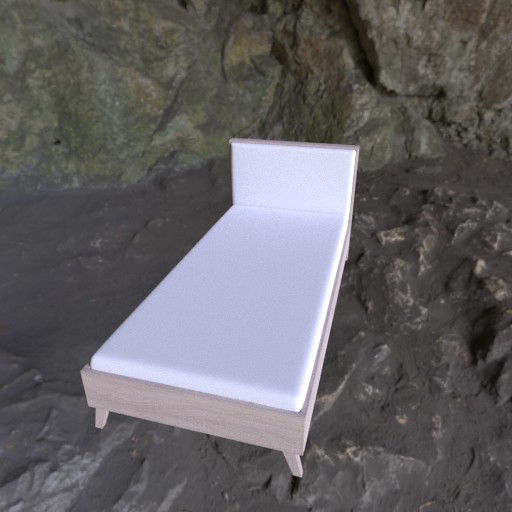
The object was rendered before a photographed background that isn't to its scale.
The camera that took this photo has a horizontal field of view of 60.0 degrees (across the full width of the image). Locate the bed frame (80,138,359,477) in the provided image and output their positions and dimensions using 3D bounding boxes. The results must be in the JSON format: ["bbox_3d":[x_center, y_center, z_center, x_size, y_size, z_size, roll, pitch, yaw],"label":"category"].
[{"bbox_3d":[0.000,0.000,2.681,0.990,0.920,2.140,7,28,14],"label":"bed frame"}]
